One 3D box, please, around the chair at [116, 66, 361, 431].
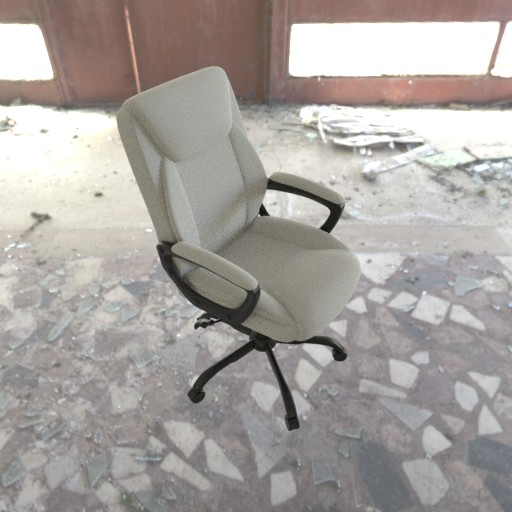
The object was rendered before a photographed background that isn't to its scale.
[{"bbox_3d":[0.000,0.000,1.499,0.669,1.065,0.663,24,46,26],"label":"chair"}]
